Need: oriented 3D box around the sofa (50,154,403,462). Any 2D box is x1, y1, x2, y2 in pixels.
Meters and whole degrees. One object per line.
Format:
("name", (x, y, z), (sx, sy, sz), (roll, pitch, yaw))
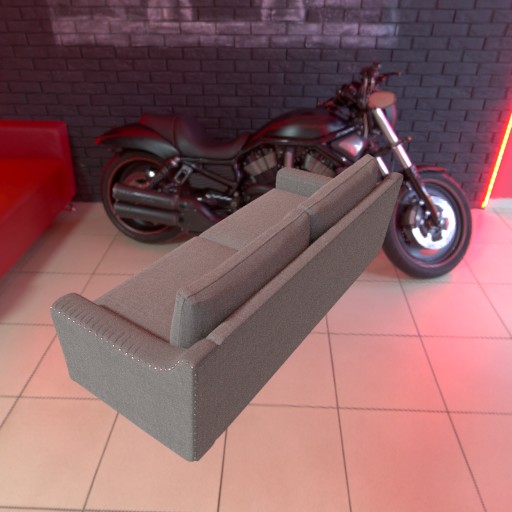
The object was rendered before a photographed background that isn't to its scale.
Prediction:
("sofa", (0.000, 0.000, 2.737), (1.000, 0.857, 2.208), (21, 38, 29))
